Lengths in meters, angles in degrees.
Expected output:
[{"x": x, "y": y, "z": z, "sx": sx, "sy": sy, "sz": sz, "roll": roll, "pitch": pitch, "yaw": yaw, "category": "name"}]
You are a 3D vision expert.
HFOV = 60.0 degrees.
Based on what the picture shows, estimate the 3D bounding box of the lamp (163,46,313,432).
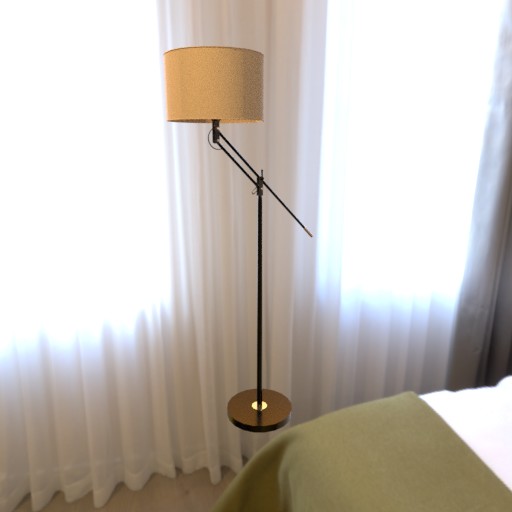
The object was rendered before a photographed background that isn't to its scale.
[{"x": 0.000, "y": 0.000, "z": 2.009, "sx": 0.809, "sy": 1.635, "sz": 0.373, "roll": -14, "pitch": 20, "yaw": -42, "category": "lamp"}]
